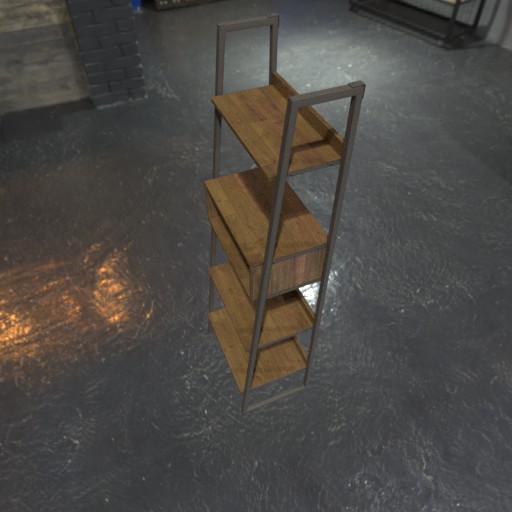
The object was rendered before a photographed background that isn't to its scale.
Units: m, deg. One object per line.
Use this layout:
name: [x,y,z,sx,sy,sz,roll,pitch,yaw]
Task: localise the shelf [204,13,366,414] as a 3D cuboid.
shelf: [0.000,0.000,2.227,0.454,2.005,0.652,-17,50,-15]
